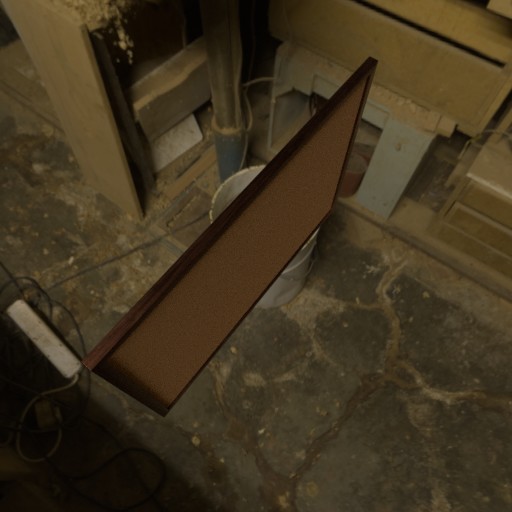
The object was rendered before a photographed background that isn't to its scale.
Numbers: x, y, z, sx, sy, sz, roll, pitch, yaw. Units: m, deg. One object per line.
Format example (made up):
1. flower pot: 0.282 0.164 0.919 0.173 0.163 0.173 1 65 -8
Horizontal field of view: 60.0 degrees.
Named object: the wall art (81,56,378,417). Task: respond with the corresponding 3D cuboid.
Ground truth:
1. wall art: 0.000 0.000 0.554 0.012 0.304 0.431 35 69 16
